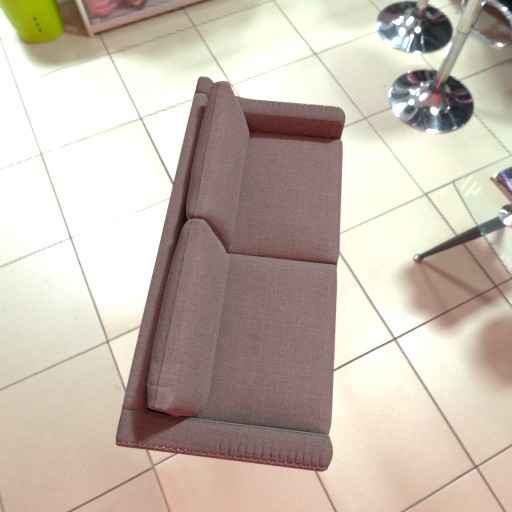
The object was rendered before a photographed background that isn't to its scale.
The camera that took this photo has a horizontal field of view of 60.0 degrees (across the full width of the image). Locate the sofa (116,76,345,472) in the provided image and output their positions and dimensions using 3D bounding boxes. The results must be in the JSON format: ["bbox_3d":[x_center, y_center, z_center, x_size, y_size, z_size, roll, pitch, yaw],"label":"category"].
[{"bbox_3d":[0.000,0.000,2.620,1.000,0.857,2.208,6,65,3],"label":"sofa"}]
